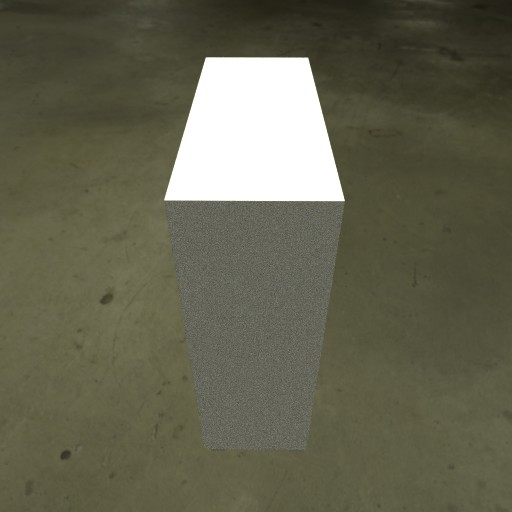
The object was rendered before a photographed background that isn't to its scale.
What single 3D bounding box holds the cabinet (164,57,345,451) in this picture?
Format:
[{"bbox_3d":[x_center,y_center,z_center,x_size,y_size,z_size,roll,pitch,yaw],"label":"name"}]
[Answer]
[{"bbox_3d":[0.000,0.000,1.749,0.400,1.190,1.000,0,41,0],"label":"cabinet"}]
